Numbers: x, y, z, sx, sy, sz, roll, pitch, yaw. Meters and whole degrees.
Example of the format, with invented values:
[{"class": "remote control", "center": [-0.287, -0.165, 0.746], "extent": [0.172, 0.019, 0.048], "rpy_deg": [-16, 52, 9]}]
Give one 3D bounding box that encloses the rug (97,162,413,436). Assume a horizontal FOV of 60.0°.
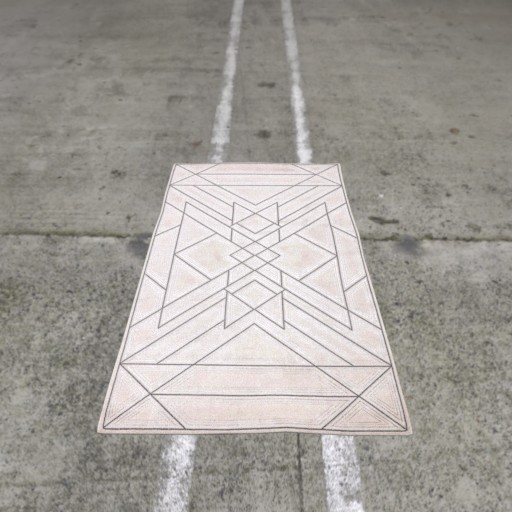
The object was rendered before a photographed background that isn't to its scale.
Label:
[{"class": "rug", "center": [0.000, 0.000, 1.037], "extent": [0.511, 0.008, 0.869], "rpy_deg": [0, 41, 0]}]
